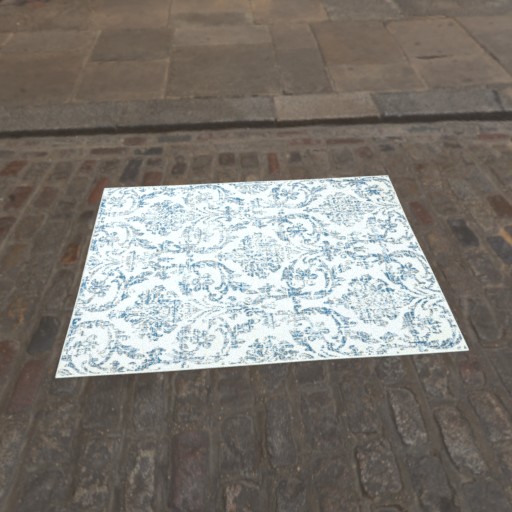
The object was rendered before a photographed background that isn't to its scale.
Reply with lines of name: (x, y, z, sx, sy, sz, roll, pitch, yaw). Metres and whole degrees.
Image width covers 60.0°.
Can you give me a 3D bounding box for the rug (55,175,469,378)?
rug: (0.000, 0.000, 2.885, 2.197, 0.014, 1.586, -3, 47, -3)
